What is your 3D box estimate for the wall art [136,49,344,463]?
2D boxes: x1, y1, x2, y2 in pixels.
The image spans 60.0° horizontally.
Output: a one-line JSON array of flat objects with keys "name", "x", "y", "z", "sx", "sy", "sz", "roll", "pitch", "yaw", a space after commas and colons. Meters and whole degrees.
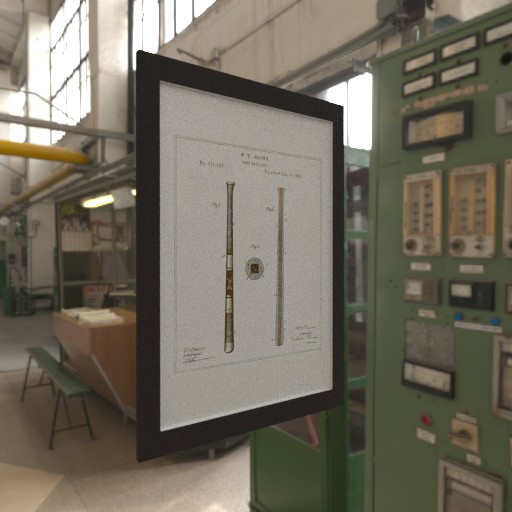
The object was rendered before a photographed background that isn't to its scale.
[{"name": "wall art", "x": 0.000, "y": 0.000, "z": 0.678, "sx": 0.374, "sy": 0.529, "sz": 0.012, "roll": 0, "pitch": 0, "yaw": -35}]
